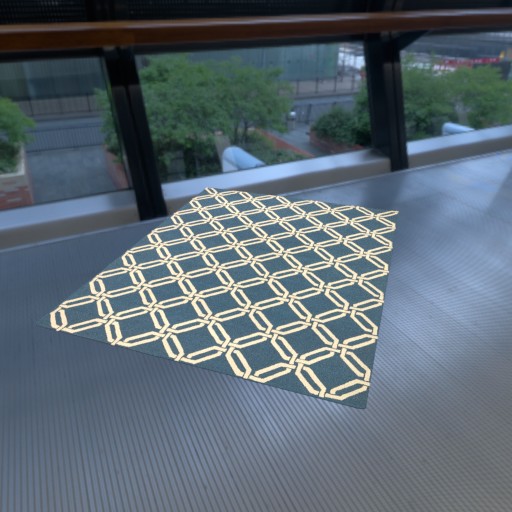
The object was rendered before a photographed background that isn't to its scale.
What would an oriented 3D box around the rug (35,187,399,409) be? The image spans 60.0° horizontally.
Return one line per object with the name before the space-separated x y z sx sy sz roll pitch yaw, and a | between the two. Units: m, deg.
rug | 0.000 0.000 3.929 2.277 0.020 2.867 10 31 17
